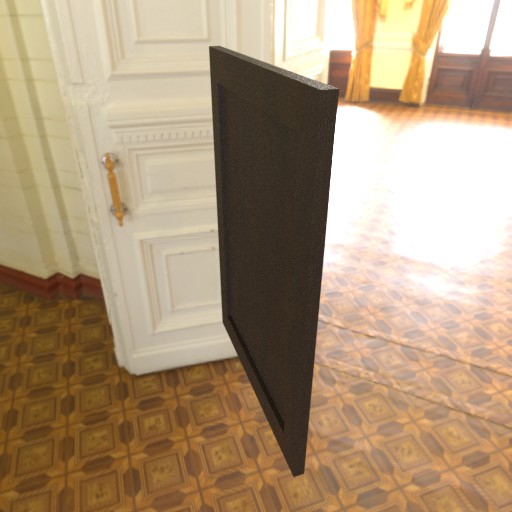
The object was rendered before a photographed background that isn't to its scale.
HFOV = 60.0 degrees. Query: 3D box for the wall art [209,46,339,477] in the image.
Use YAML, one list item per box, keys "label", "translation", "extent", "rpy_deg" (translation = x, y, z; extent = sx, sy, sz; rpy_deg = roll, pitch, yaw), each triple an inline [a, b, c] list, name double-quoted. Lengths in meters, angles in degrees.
- label: "wall art"
  translation: [0.000, 0.000, 0.634]
  extent: [0.017, 0.513, 0.359]
  rpy_deg: [-10, 32, -17]
